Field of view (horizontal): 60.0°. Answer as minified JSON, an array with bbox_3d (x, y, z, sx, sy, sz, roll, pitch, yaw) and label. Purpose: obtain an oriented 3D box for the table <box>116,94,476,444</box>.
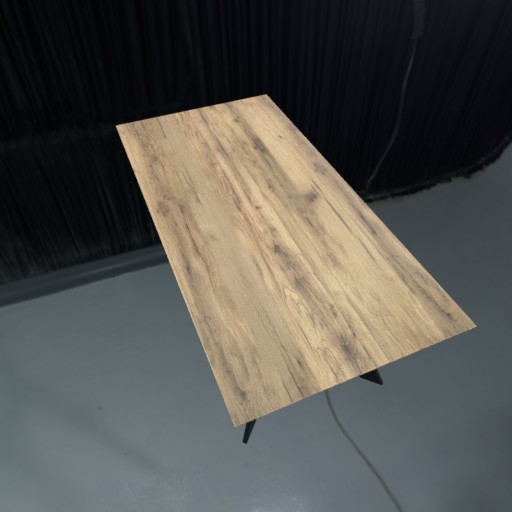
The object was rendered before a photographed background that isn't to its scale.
[{"bbox_3d":[0.000,0.000,2.485,1.000,0.770,2.000,-17,50,-15],"label":"table"}]
